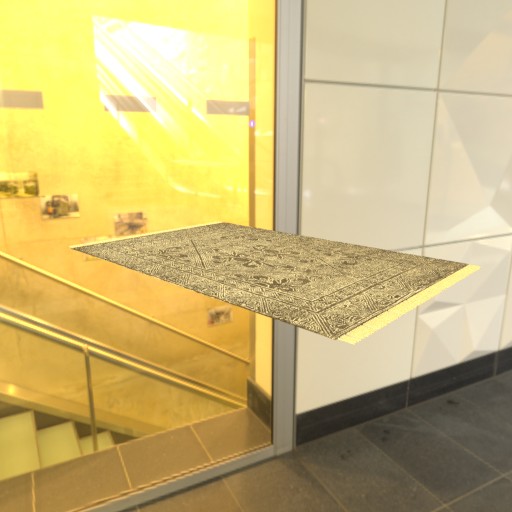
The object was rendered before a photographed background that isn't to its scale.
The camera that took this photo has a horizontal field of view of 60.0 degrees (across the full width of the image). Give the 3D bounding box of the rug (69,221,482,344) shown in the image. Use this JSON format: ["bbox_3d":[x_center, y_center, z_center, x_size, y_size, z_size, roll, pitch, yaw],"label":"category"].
[{"bbox_3d":[0.000,0.000,3.029,2.440,0.010,1.529,13,19,42],"label":"rug"}]
